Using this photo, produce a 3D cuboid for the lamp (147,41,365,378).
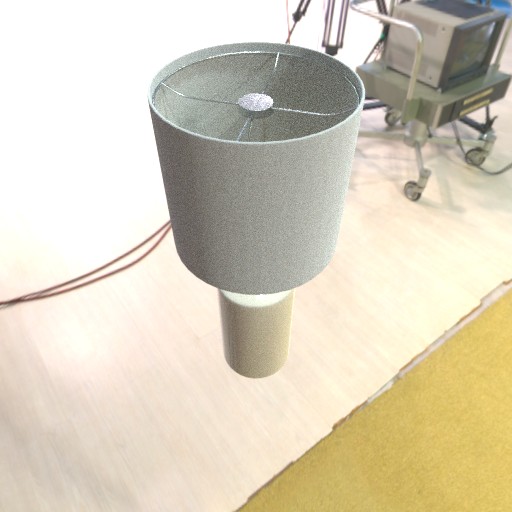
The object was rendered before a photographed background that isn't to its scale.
[{"bbox_3d":[0.000,0.000,0.615,0.212,0.493,0.212,11,48,10],"label":"lamp"}]
